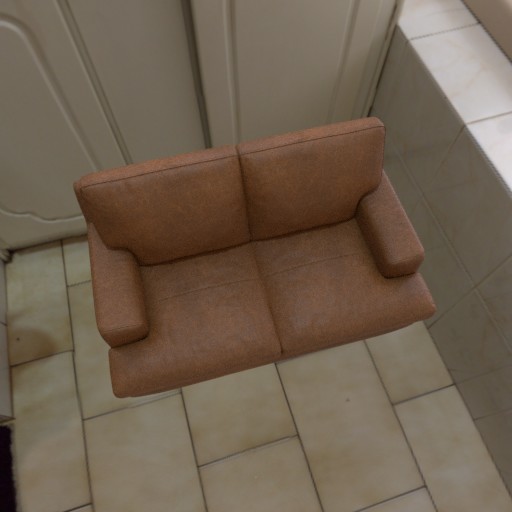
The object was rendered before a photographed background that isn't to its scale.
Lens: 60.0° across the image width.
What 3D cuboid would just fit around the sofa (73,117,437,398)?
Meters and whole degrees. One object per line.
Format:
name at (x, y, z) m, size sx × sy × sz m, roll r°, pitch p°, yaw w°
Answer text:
sofa at (0.000, 0.000, 2.559) m, size 1.880 × 0.966 × 1.144 m, roll -13°, pitch 64°, yaw -6°
